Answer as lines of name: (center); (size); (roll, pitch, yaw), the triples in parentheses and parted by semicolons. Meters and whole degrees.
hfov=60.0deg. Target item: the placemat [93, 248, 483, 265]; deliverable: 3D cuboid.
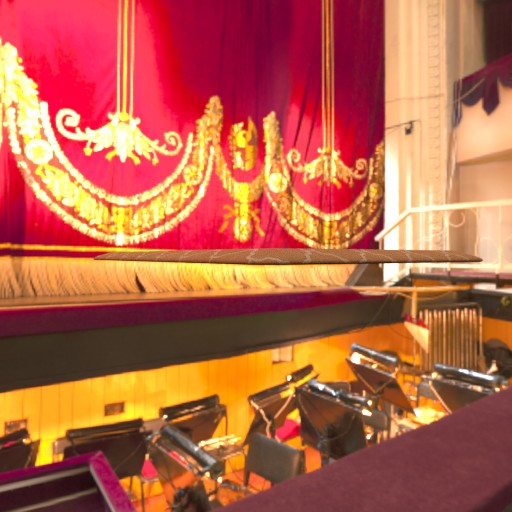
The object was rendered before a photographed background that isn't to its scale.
placemat: (0.000, 0.000, 0.969); (0.508, 0.021, 0.762); (0, 0, -35)
